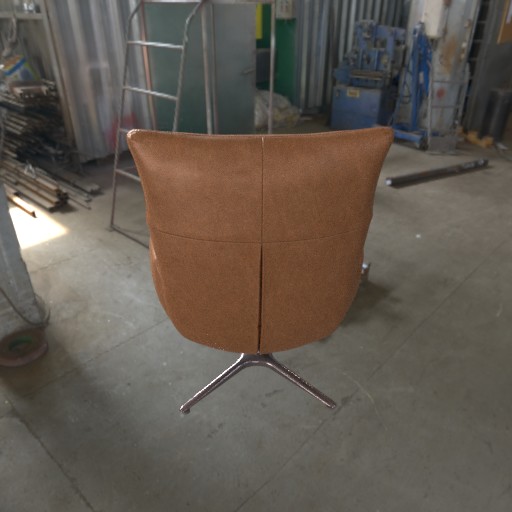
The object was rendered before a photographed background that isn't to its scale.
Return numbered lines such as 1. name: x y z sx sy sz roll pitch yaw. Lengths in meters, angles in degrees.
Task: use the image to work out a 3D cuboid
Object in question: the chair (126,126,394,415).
1. chair: 0.000 0.000 1.531 0.711 1.027 0.794 -1 30 -2
